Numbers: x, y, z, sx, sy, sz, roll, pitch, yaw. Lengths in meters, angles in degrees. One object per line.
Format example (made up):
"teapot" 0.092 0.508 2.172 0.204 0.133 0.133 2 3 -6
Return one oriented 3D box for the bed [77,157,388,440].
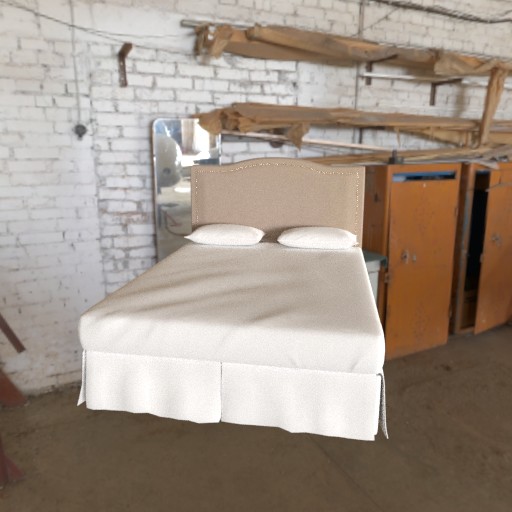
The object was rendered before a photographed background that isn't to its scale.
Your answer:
"bed" 0.000 0.000 3.405 1.821 1.436 2.282 2 14 10
